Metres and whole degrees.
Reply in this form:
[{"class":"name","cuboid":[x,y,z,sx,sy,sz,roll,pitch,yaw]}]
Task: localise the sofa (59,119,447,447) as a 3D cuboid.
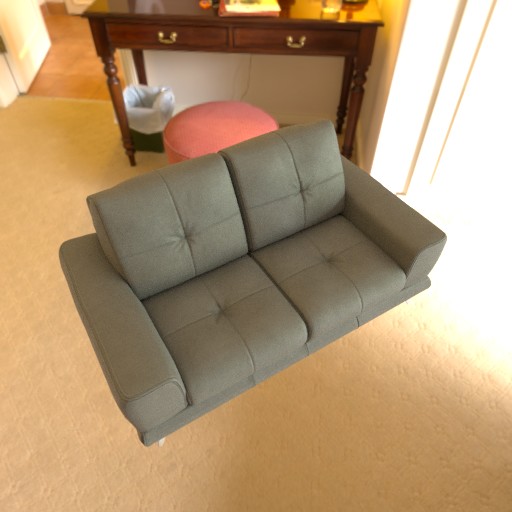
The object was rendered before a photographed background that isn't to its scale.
[{"class":"sofa","cuboid":[0.000,0.000,2.329,1.806,0.907,1.018,-24,51,-21]}]
